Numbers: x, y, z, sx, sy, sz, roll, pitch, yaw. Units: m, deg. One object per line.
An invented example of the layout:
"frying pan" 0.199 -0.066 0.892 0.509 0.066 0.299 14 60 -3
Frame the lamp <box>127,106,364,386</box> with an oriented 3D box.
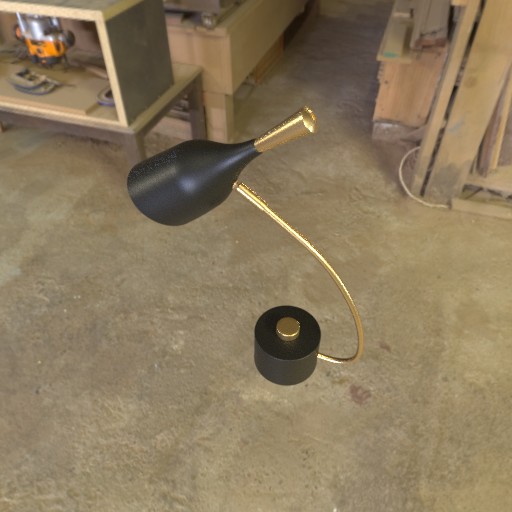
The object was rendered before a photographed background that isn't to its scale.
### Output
"lamp" 0.000 0.000 0.623 0.352 0.464 0.110 16 48 15
